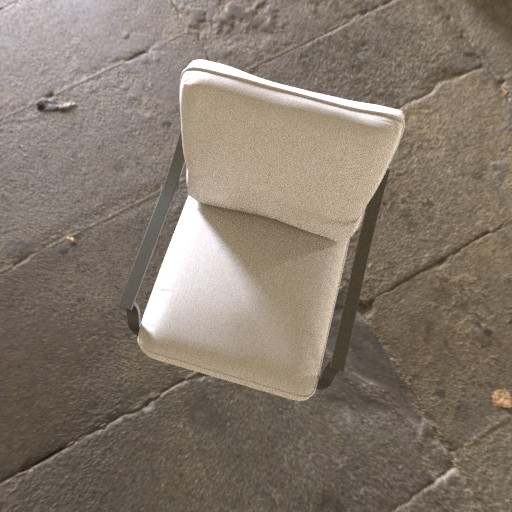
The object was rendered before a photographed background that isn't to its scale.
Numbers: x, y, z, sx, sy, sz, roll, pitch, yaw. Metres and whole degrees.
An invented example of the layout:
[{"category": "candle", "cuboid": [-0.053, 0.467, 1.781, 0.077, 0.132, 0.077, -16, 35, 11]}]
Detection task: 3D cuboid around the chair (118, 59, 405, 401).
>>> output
[{"category": "chair", "cuboid": [0.000, 0.000, 1.411, 0.650, 0.860, 0.787, 15, 77, 4]}]
